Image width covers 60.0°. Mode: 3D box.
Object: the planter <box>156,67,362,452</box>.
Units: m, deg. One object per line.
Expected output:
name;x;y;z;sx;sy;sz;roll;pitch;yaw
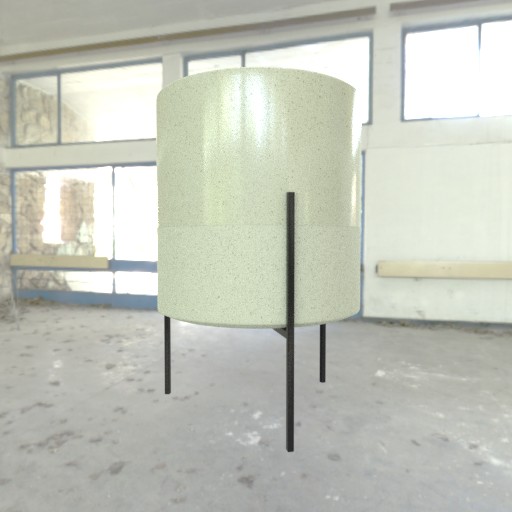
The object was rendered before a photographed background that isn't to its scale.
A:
planter;0.000;0.000;0.704;0.323;0.475;0.314;1;2;17
